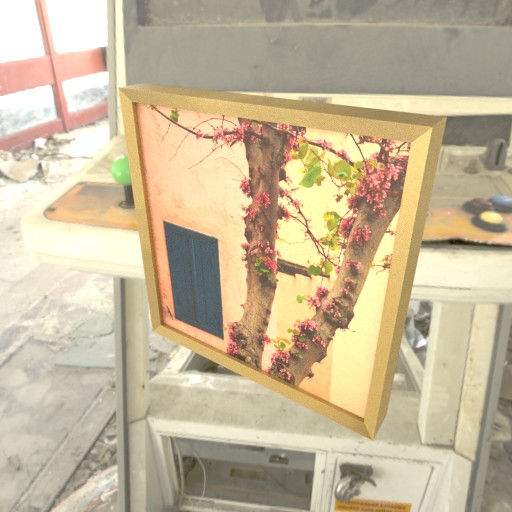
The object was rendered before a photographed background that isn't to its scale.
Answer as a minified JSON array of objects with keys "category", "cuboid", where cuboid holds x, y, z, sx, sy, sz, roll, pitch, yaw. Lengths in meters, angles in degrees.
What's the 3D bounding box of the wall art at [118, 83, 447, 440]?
[{"category":"wall art","cuboid":[0.000,0.000,0.452,0.304,0.305,0.038,18,34,29]}]
